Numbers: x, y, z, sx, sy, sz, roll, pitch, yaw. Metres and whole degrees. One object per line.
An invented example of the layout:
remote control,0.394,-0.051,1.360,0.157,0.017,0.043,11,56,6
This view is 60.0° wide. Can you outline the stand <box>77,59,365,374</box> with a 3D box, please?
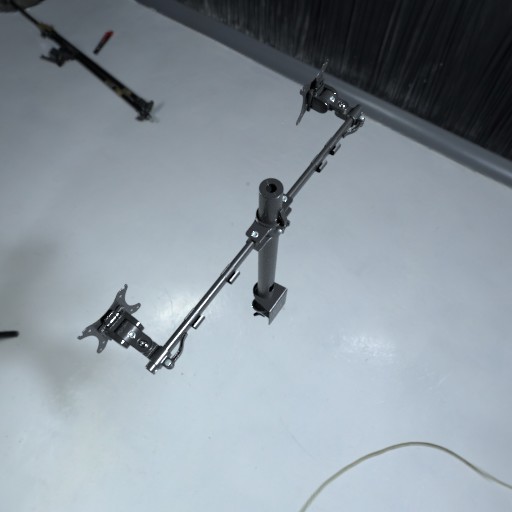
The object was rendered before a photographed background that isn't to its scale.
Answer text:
stand,0.000,0.000,1.021,0.150,0.603,0.743,33,69,14
